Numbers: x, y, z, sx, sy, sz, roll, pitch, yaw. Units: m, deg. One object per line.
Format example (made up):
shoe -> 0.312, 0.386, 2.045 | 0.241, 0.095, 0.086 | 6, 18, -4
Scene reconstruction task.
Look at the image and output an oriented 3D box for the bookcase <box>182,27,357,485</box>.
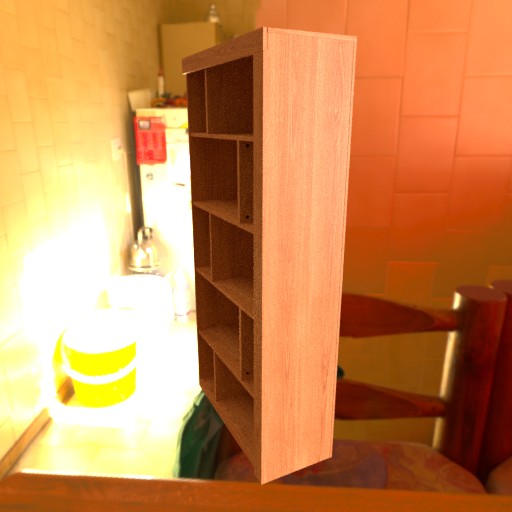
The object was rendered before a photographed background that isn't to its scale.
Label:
bookcase -> 0.000, 0.000, 2.366 | 0.420, 2.020, 0.950 | -8, 19, -25
